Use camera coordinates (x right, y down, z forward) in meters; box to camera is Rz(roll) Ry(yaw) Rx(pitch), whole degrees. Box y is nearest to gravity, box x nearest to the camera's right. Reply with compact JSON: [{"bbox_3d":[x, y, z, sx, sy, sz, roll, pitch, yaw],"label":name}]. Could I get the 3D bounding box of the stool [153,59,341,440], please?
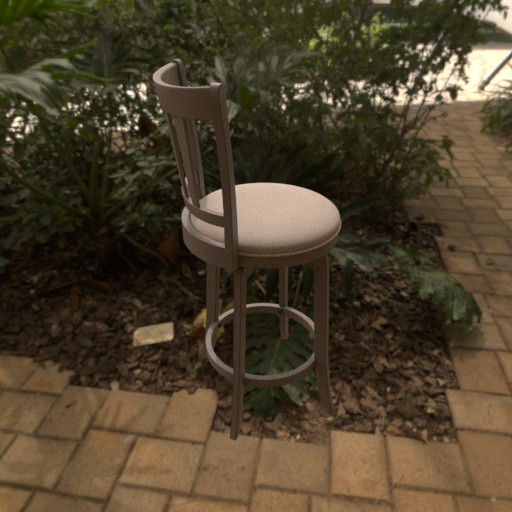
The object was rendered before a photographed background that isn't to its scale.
[{"bbox_3d":[0.000,0.000,1.291,0.475,1.023,0.436,-10,32,-17],"label":"stool"}]
